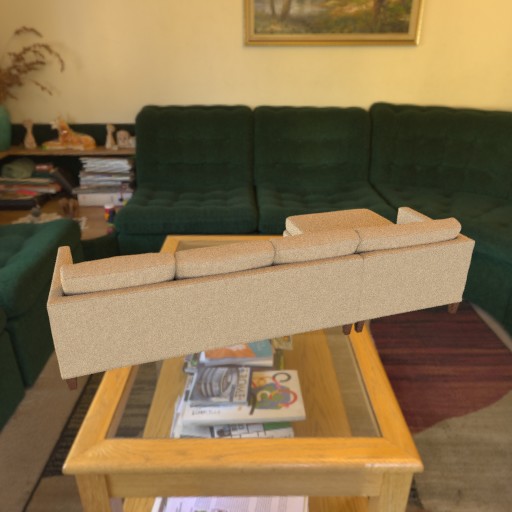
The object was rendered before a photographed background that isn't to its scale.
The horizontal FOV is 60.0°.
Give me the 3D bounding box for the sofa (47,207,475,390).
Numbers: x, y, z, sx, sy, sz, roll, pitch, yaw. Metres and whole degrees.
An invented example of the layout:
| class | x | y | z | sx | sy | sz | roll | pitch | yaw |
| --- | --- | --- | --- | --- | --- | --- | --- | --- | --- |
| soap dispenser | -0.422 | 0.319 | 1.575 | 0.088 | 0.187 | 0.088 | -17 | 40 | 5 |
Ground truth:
| class | x | y | z | sx | sy | sz | roll | pitch | yaw |
| --- | --- | --- | --- | --- | --- | --- | --- | --- | --- |
| sofa | 0.000 | 0.000 | 3.893 | 3.186 | 0.846 | 1.625 | -8 | 26 | -16 |
